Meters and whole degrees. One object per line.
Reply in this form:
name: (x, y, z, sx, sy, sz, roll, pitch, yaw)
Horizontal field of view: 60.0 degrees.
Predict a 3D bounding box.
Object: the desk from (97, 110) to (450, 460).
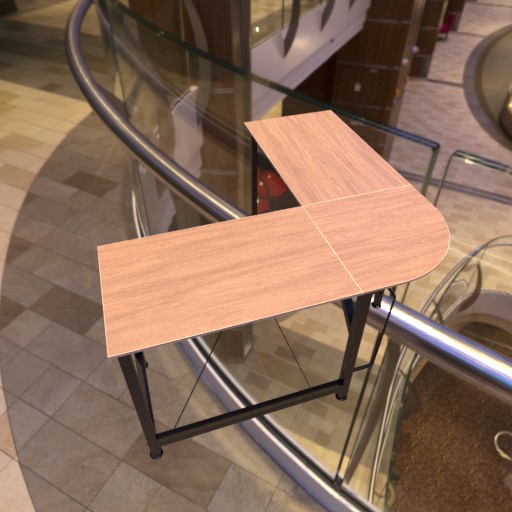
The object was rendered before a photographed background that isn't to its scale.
desk: (0.000, 0.000, 2.248, 1.400, 0.762, 1.400, -12, 43, -13)
